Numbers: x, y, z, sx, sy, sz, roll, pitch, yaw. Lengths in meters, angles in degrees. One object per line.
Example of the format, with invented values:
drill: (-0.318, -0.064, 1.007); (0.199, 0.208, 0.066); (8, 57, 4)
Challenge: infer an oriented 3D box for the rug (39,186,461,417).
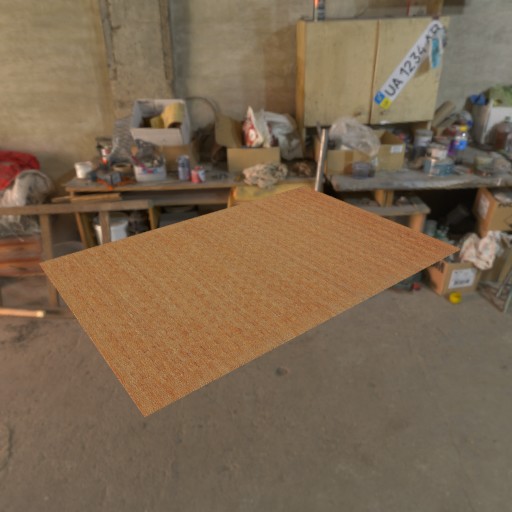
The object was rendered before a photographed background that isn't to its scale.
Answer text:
rug: (0.000, 0.000, 2.885); (2.285, 0.006, 1.524); (-21, 35, -32)
